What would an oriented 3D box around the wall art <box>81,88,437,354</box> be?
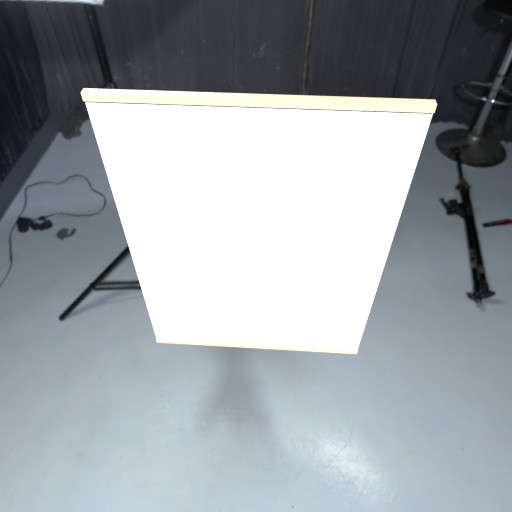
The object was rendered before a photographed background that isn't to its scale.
[{"bbox_3d":[0.000,0.000,0.796,0.459,0.608,0.012,3,47,3],"label":"wall art"}]
